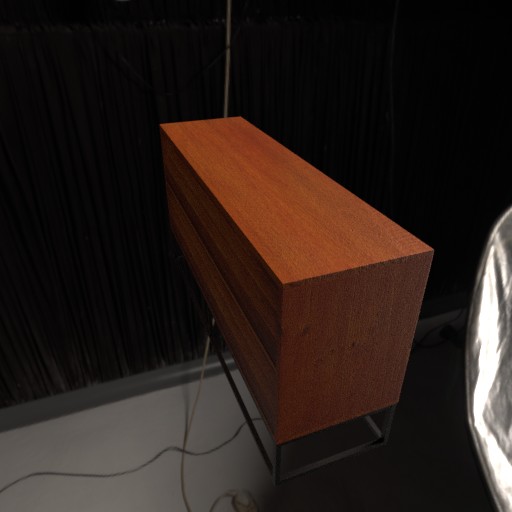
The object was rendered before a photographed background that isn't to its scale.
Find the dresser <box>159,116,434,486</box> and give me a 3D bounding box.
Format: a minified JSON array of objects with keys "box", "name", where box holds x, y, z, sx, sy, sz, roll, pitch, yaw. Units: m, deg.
[{"box":[0.000,0.000,1.931,0.464,0.810,1.536,-11,33,-18],"name":"dresser"}]
